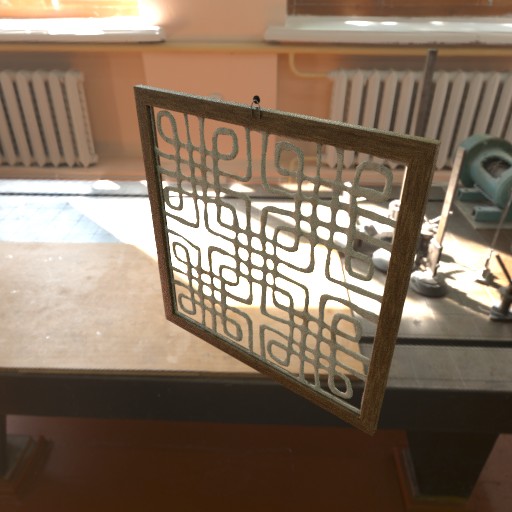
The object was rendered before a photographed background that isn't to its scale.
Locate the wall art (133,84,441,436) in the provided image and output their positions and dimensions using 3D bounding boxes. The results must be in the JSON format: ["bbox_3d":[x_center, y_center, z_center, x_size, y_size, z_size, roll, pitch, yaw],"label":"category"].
[{"bbox_3d":[0.000,0.000,0.828,0.561,0.582,0.021,22,38,31],"label":"wall art"}]
